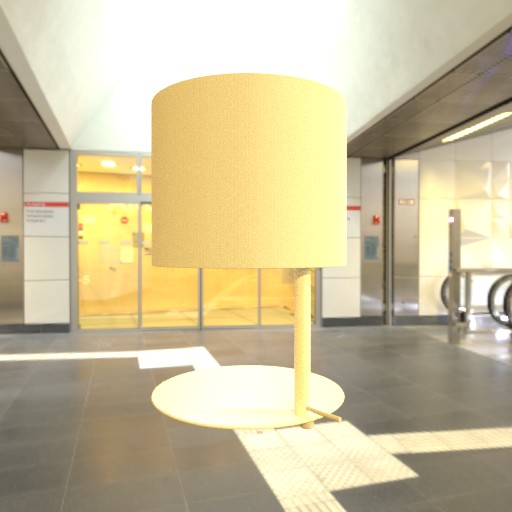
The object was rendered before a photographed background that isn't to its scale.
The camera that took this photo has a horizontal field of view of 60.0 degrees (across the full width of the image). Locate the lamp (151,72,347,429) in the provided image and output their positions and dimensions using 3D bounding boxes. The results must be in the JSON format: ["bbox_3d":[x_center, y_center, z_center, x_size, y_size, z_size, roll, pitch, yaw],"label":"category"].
[{"bbox_3d":[0.000,0.000,0.682,0.299,0.454,0.341,0,1,-37],"label":"lamp"}]
